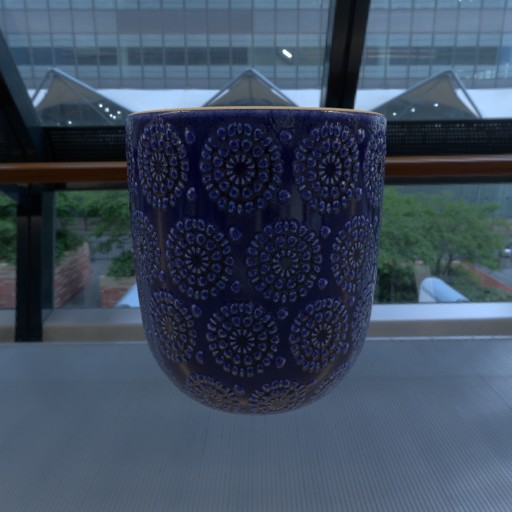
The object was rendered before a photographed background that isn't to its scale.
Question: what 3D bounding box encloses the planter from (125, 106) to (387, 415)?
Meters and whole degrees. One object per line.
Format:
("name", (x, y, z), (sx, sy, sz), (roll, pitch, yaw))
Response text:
("planter", (0.000, 0.000, 0.344), (0.184, 0.206, 0.184), (0, 14, 0))
